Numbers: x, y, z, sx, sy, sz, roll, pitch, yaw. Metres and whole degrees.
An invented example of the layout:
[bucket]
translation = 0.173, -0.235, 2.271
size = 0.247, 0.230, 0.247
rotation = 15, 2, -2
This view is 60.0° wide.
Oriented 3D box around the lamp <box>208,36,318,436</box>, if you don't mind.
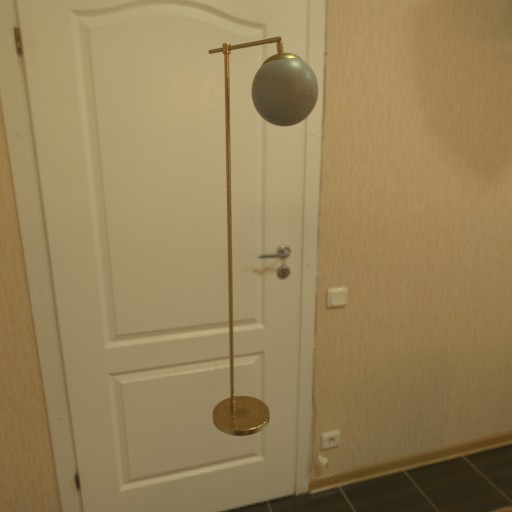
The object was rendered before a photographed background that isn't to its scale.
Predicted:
[lamp]
translation = 0.000, 0.000, 1.678
size = 0.476, 1.505, 0.249
rotation = 15, 21, 42
